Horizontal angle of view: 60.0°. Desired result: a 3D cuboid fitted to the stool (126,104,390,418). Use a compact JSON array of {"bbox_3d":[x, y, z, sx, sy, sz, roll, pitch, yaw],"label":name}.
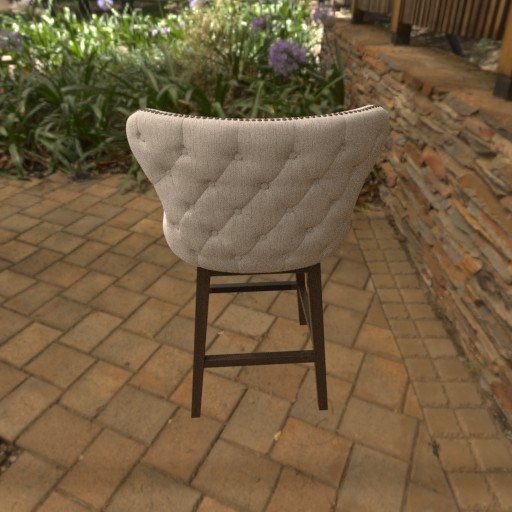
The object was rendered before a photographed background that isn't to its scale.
[{"bbox_3d":[0.000,0.000,1.363,0.615,0.972,0.597,-2,31,-3],"label":"stool"}]
